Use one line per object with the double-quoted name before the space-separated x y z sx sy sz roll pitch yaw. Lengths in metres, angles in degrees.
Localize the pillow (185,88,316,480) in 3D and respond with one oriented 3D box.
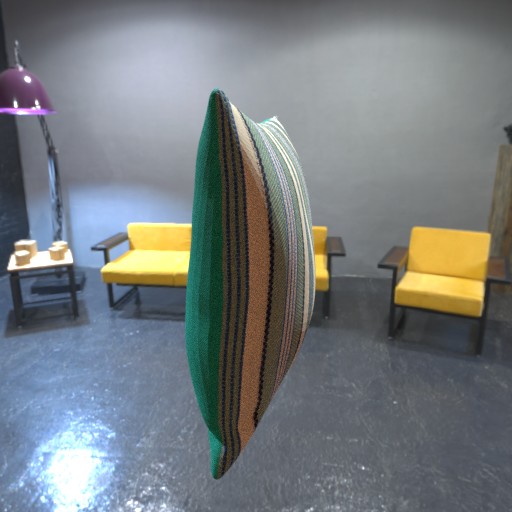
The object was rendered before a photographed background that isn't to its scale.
"pillow" 0.000 0.000 0.675 0.182 0.441 0.440 3 15 10
